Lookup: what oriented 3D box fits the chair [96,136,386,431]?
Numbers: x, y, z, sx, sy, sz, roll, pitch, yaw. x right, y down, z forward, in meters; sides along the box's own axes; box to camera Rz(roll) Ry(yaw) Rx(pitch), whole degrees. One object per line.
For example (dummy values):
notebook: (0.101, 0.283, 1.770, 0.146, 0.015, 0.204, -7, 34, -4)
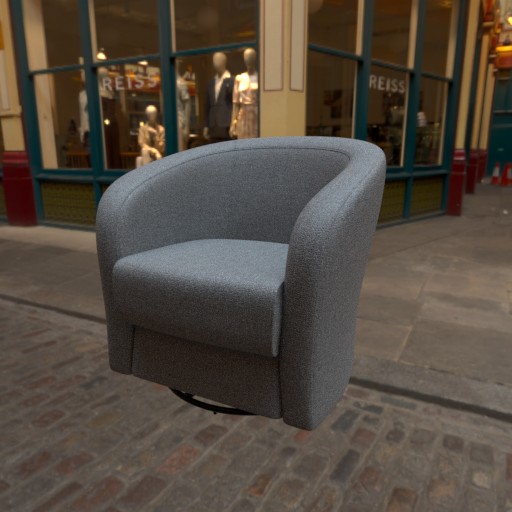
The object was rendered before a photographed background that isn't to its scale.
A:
chair: (0.000, 0.000, 1.464, 0.791, 0.771, 0.815, 7, 16, 26)
